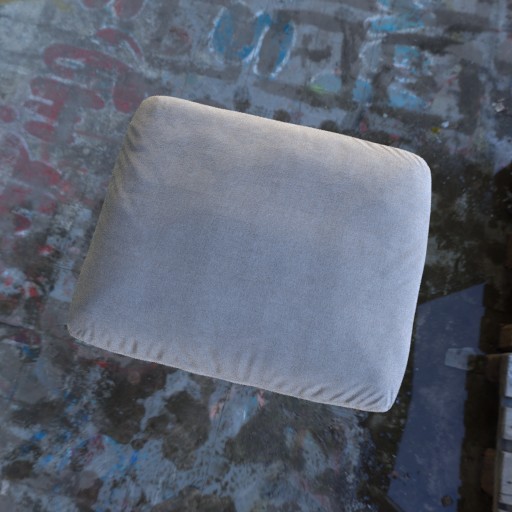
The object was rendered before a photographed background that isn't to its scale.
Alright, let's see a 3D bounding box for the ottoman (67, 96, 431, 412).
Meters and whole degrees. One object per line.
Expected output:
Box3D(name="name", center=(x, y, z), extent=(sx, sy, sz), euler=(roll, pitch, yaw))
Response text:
Box3D(name="ottoman", center=(0.000, 0.000, 1.238), extent=(0.837, 0.481, 0.683), euler=(13, 77, 3))
